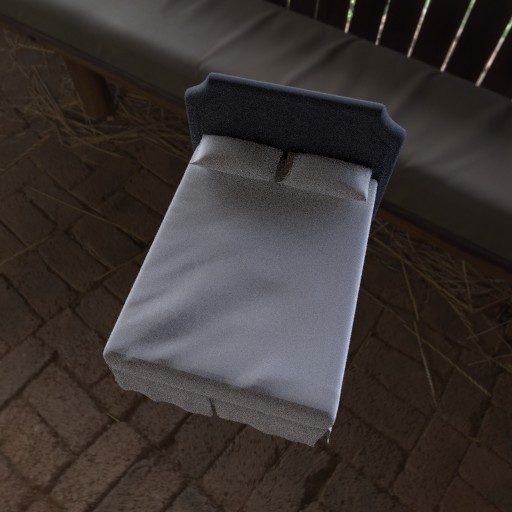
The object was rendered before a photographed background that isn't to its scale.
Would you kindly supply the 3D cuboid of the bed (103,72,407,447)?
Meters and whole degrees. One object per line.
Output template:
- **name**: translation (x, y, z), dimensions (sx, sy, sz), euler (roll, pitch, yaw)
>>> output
- **bed**: translation (0.000, 0.000, 3.185), dimensions (1.693, 1.290, 2.116), euler (13, 61, 8)
